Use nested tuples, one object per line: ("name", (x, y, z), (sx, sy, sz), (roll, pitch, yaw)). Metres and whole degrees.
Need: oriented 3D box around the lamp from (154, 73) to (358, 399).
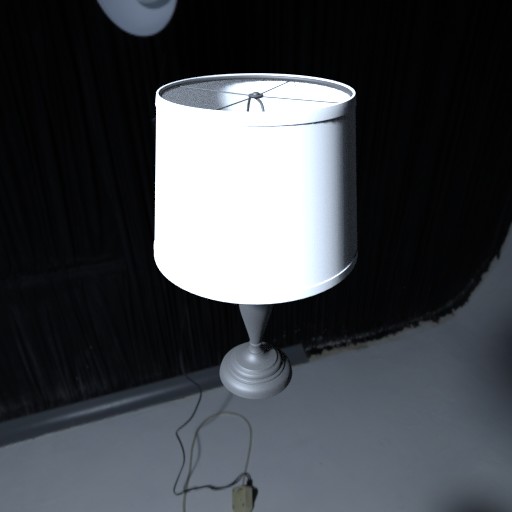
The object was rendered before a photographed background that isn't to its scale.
("lamp", (0.000, 0.000, 0.700), (0.310, 0.501, 0.310), (0, 31, 0))
